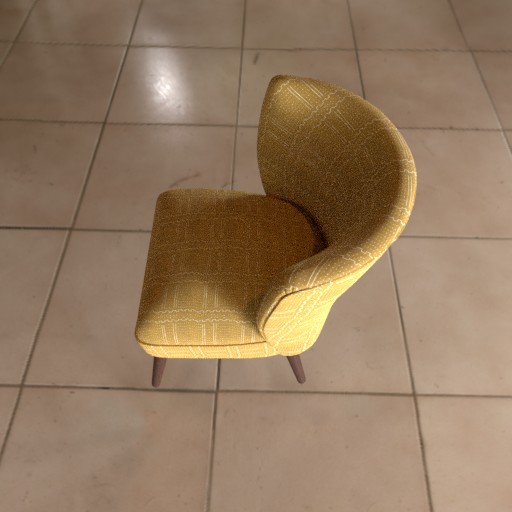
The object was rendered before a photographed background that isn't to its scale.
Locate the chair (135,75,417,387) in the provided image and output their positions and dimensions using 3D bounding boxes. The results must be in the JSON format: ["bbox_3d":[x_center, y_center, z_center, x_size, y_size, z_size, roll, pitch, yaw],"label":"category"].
[{"bbox_3d":[0.000,0.000,1.407,0.758,0.866,0.706,0,58,0],"label":"chair"}]
